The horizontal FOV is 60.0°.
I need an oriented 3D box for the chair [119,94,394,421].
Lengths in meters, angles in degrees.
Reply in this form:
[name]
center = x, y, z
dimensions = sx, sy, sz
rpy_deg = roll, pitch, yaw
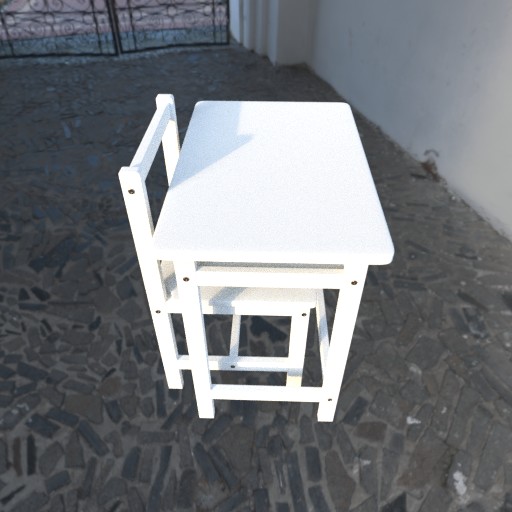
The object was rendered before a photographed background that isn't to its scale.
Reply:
[chair]
center = 0.000, 0.000, 1.102
dimensions = 0.461, 0.673, 0.599
rpy_deg = 1, 42, 1
